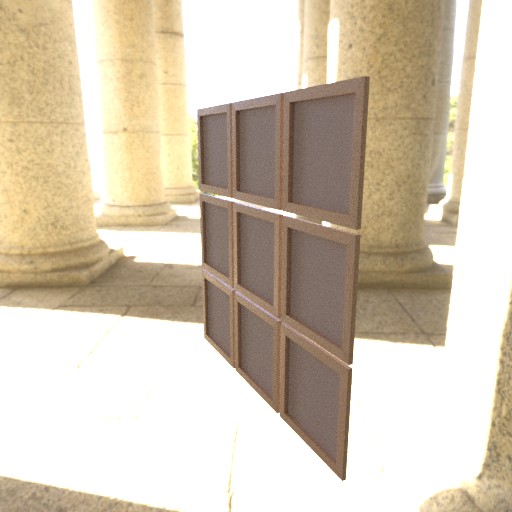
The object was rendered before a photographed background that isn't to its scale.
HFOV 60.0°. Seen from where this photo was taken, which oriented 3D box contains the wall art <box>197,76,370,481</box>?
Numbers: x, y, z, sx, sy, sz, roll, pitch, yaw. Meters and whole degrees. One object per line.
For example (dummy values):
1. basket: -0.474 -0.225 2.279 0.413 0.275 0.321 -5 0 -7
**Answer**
1. wall art: 0.000 0.000 1.789 0.016 1.207 1.217 -7 16 -27
